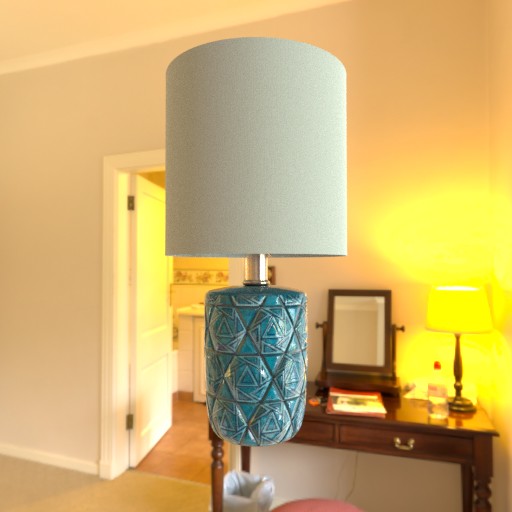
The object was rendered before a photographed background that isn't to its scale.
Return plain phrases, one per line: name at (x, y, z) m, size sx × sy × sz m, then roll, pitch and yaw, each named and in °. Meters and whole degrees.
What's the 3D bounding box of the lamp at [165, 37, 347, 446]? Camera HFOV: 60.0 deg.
lamp at (0.000, 0.000, 0.478) m, size 0.193 × 0.377 × 0.193 m, roll 0°, pitch -1°, yaw -18°
